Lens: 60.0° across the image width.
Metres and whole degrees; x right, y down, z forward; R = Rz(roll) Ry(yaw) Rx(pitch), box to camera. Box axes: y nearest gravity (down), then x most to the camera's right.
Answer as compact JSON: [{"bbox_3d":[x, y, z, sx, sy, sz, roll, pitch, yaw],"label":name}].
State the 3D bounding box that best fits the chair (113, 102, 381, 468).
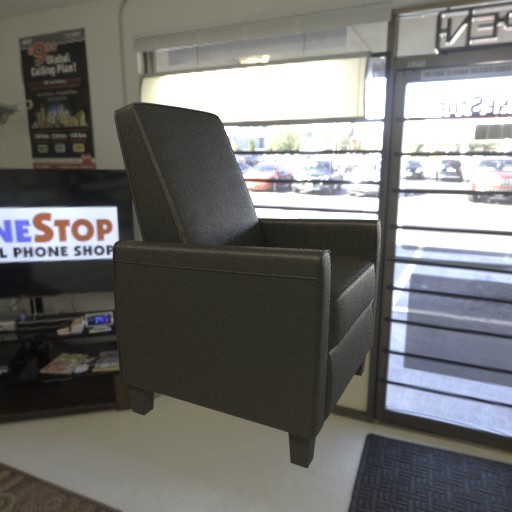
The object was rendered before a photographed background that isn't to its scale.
[{"bbox_3d":[0.000,0.000,1.538,0.746,1.013,0.705,7,14,26],"label":"chair"}]
